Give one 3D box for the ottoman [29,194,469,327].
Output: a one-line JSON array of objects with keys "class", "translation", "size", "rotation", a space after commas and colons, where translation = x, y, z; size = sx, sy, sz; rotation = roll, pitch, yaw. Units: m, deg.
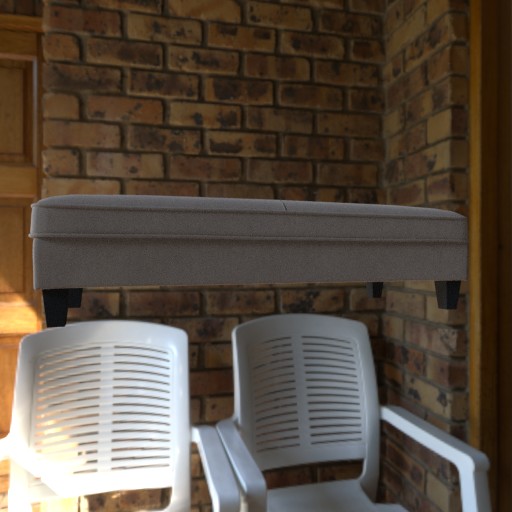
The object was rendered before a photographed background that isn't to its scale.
[{"class": "ottoman", "translation": [0.000, 0.000, 1.970], "size": [1.726, 0.460, 0.735], "rotation": [0, 0, -18]}]
